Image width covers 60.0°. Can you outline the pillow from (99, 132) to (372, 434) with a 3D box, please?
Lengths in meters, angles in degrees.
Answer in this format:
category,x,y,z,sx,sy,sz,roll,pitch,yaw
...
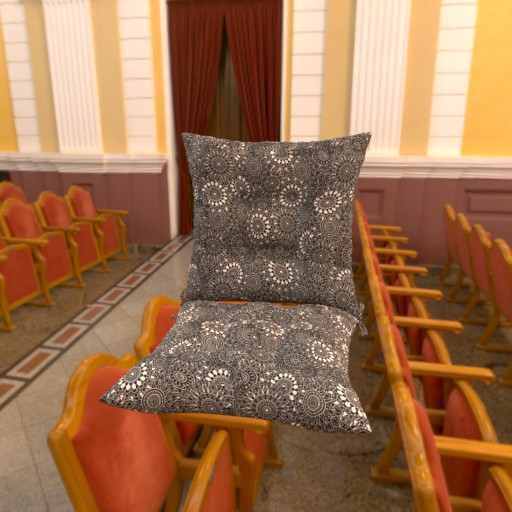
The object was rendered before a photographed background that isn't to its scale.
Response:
category,x,y,z,sx,sy,sz,roll,pitch,yaw
pillow,0.000,0.000,1.004,0.541,0.536,0.585,3,17,10
